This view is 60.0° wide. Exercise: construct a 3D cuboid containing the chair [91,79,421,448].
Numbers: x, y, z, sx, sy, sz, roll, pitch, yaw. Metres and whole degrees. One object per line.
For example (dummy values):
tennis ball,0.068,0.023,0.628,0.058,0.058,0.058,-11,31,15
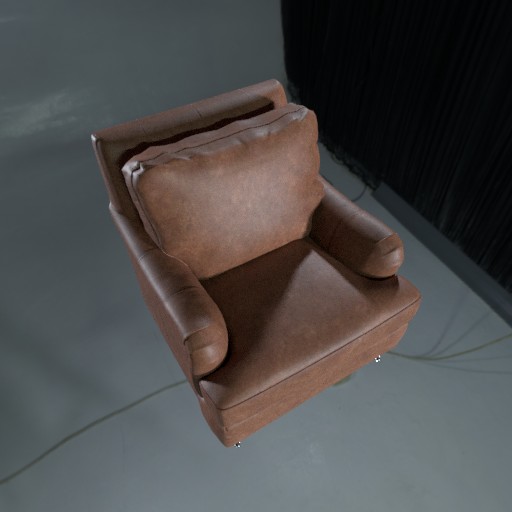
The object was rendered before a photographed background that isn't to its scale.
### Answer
chair,0.000,0.000,1.961,0.986,1.055,1.158,-24,53,-20
